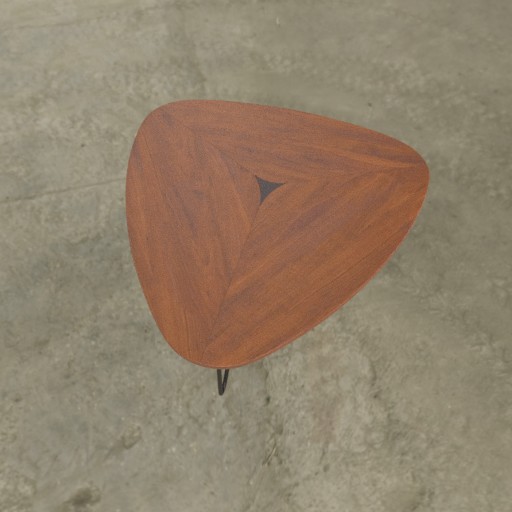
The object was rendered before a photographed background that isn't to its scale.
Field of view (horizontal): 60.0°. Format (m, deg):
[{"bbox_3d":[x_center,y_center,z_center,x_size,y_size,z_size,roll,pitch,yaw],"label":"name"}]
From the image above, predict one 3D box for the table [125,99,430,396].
[{"bbox_3d":[0.000,0.000,1.302,0.833,0.413,0.821,14,59,9],"label":"table"}]
